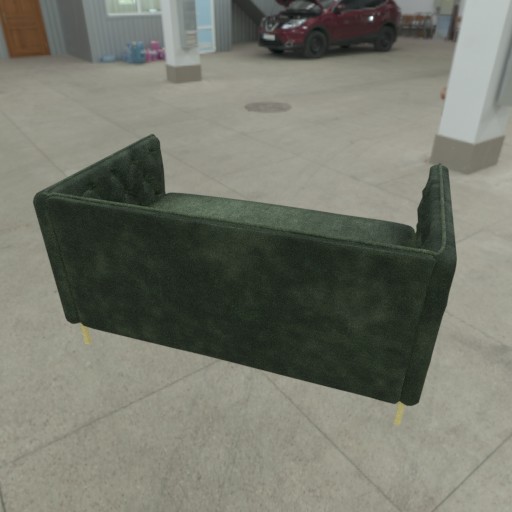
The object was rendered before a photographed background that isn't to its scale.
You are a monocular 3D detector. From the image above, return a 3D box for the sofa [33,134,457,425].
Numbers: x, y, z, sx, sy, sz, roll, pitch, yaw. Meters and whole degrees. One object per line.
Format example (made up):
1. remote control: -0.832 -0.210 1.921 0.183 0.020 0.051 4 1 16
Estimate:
1. sofa: 0.000 0.000 2.008 1.537 0.768 0.895 10 32 16
